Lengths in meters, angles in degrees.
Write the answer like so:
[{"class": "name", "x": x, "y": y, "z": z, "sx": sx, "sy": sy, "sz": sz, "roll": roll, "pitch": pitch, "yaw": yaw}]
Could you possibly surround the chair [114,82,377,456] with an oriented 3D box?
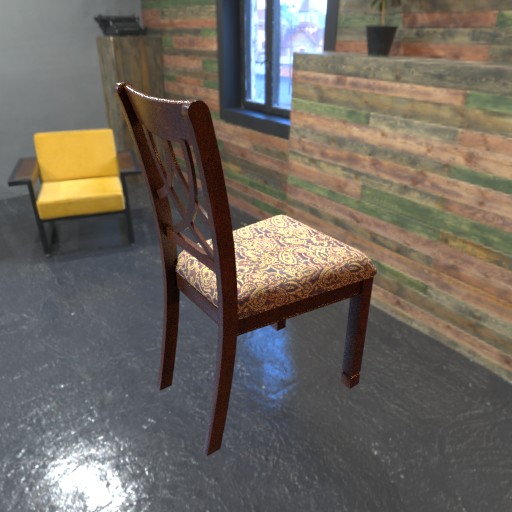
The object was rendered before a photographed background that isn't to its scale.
[{"class": "chair", "x": 0.000, "y": 0.000, "z": 1.313, "sx": 0.584, "sy": 0.965, "sz": 0.457, "roll": -18, "pitch": 32, "yaw": -31}]
